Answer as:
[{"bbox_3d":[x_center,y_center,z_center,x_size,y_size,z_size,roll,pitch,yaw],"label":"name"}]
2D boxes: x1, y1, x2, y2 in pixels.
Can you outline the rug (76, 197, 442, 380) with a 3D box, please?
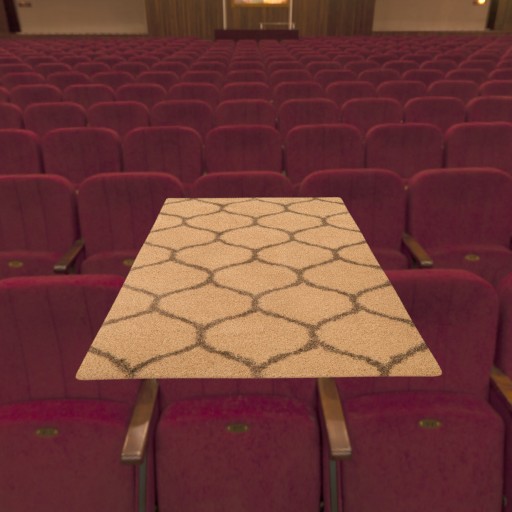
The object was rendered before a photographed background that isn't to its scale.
[{"bbox_3d":[0.000,0.000,3.372,1.801,0.026,2.701,0,26,-1],"label":"rug"}]
